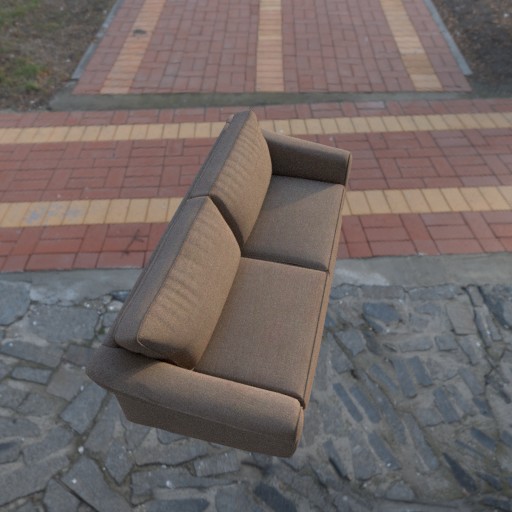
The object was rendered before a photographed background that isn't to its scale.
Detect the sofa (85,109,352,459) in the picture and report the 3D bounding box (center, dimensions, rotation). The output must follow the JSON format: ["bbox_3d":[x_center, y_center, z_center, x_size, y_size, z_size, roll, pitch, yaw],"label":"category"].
[{"bbox_3d":[0.000,0.000,2.783,0.986,0.906,2.270,11,48,10],"label":"sofa"}]
